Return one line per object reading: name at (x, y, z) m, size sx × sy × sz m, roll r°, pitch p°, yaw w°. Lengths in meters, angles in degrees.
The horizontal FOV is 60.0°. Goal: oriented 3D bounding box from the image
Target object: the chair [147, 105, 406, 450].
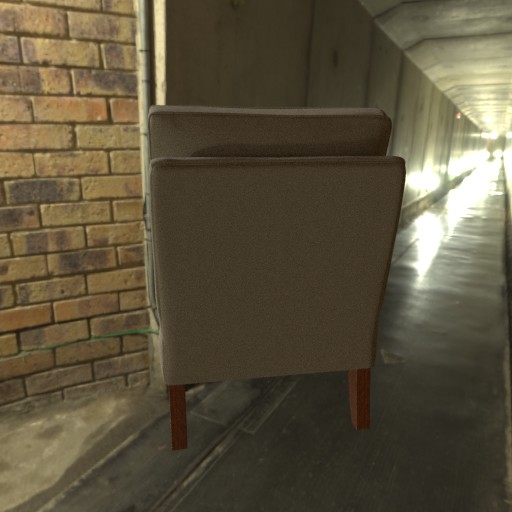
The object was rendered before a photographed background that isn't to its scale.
chair at (0.000, 0.000, 1.674) m, size 0.724 × 1.045 × 0.924 m, roll -2°, pitch 16°, yaw -9°
